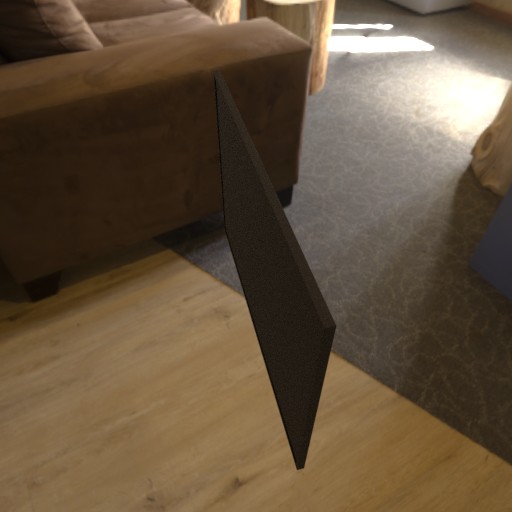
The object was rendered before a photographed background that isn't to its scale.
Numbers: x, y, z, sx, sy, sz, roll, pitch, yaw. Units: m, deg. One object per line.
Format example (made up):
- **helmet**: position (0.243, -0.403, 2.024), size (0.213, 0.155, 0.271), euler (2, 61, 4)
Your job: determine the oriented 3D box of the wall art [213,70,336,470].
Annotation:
- **wall art**: position (0.000, 0.000, 1.552), size (0.028, 0.805, 1.190), euler (-10, 47, -10)
